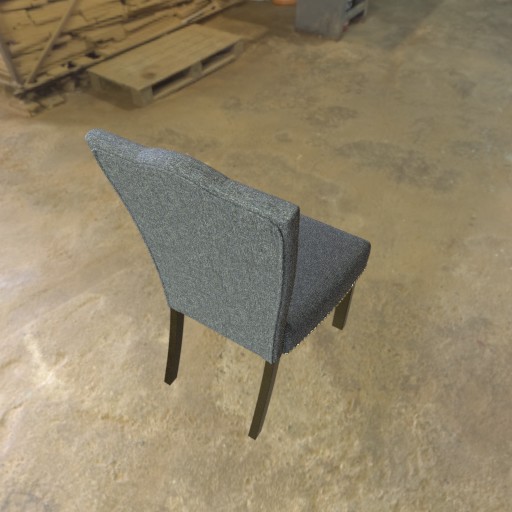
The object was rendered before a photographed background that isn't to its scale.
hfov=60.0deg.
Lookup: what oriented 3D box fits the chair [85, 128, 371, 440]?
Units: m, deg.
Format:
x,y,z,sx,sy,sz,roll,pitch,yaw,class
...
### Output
x,y,z,sx,sy,sz,roll,pitch,yaw,class
0.000,0.000,1.295,0.518,0.946,0.589,24,50,22,chair
